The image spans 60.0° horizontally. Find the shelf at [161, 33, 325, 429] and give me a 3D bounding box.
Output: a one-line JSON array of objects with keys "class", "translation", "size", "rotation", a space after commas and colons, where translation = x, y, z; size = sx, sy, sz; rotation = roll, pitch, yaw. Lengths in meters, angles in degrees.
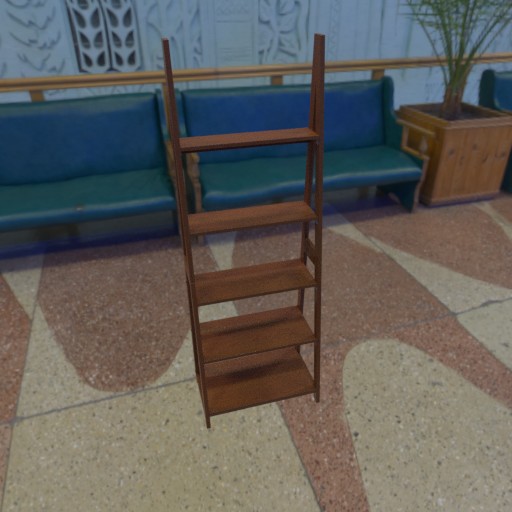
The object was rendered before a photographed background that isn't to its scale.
[{"class": "shelf", "translation": [0.000, 0.000, 2.027], "size": [0.630, 1.780, 0.356], "rotation": [-8, 33, -13]}]
